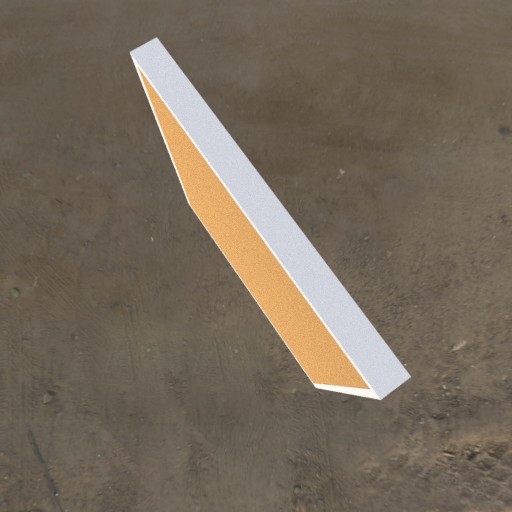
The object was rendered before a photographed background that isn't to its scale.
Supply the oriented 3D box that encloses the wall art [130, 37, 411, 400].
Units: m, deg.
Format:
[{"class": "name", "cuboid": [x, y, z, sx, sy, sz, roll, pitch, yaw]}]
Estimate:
[{"class": "wall art", "cuboid": [0.000, 0.000, 0.452, 0.024, 0.304, 0.304, -33, 77, -9]}]
